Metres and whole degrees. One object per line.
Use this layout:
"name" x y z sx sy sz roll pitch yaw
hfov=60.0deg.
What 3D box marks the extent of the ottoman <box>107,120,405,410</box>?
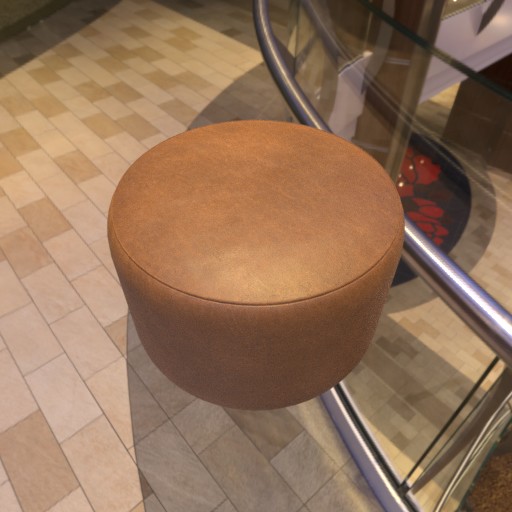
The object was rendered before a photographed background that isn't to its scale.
"ottoman" 0.000 0.000 1.026 0.607 0.438 0.607 0 46 0
